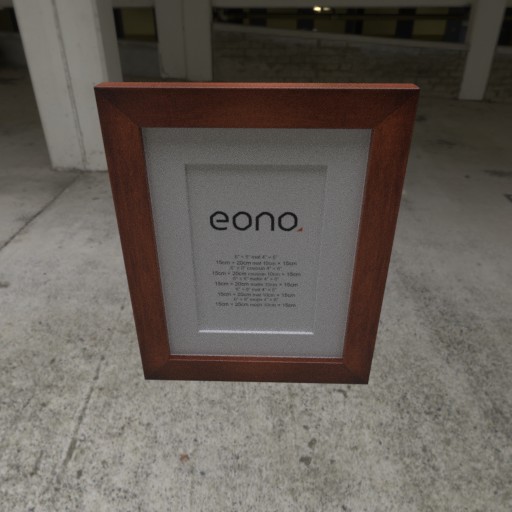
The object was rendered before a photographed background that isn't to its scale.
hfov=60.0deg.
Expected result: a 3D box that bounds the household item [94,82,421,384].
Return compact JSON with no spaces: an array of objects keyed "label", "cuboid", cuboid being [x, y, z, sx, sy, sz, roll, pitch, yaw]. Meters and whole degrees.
[{"label":"household item","cuboid":[0.000,0.000,0.343,0.200,0.250,0.020,1,30,1]}]
